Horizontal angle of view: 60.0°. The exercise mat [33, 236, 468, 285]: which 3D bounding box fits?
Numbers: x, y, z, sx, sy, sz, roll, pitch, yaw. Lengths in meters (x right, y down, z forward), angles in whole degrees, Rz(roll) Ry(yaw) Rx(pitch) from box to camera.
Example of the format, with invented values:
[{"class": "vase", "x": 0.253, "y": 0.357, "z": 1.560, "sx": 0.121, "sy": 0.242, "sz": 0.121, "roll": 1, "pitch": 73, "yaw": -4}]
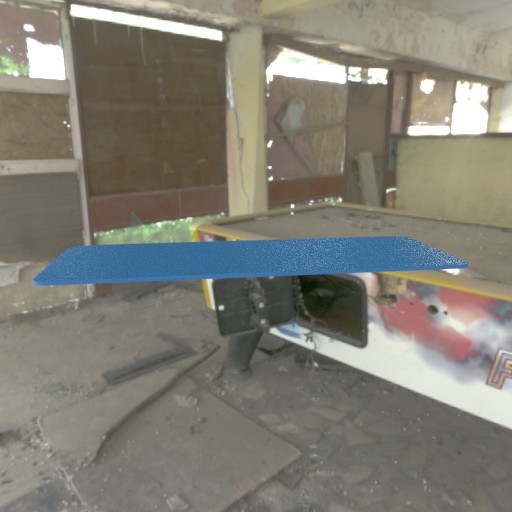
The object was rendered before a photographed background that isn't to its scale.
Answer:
[{"class": "exercise mat", "x": 0.000, "y": 0.000, "z": 2.128, "sx": 1.869, "sy": 0.021, "sz": 0.616, "roll": -2, "pitch": 15, "yaw": -8}]
